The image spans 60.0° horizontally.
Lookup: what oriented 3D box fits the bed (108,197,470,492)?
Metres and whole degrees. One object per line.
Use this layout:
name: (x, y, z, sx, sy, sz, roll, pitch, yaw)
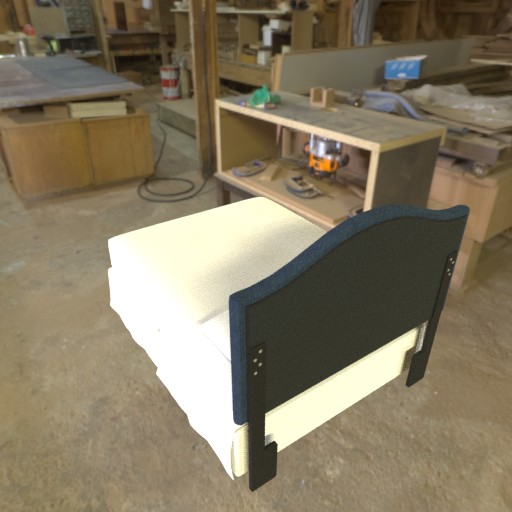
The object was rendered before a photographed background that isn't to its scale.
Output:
bed: (0.000, 0.000, 3.238, 1.713, 1.518, 2.153, -20, 36, -29)
